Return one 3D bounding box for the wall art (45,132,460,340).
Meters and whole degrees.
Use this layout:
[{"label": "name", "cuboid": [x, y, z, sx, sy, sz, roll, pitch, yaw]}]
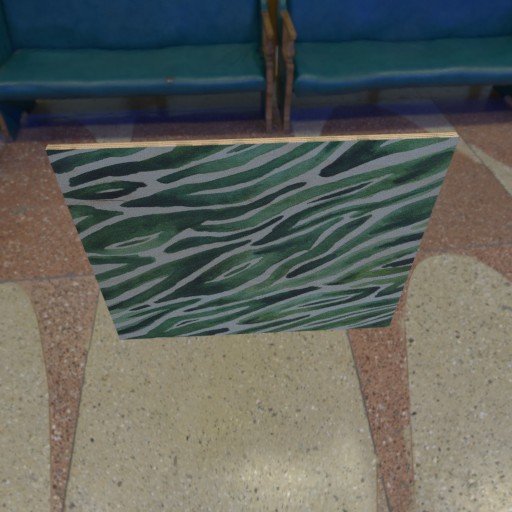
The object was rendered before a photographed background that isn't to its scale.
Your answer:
[{"label": "wall art", "cuboid": [0.000, 0.000, 0.693, 0.508, 0.408, 0.012, -2, 46, -2]}]
